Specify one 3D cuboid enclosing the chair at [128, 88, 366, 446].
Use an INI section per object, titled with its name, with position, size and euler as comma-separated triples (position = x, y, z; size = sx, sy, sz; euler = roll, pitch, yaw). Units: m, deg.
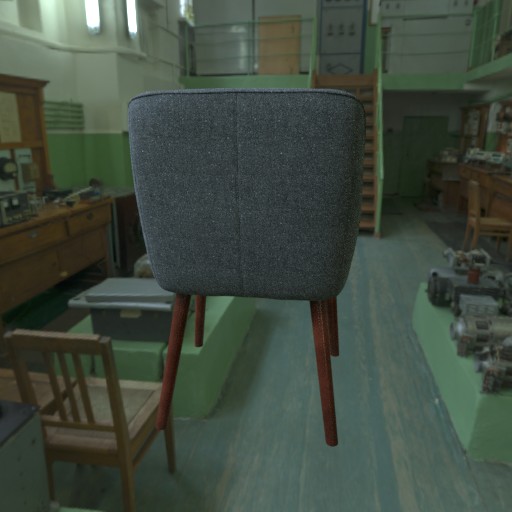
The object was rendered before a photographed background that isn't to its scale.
[chair]
position = 0.000, 0.000, 1.180
size = 0.543, 0.803, 0.519
euler = 2, 17, 8
